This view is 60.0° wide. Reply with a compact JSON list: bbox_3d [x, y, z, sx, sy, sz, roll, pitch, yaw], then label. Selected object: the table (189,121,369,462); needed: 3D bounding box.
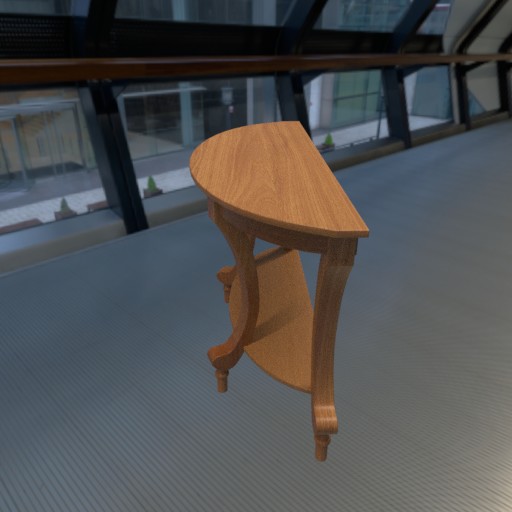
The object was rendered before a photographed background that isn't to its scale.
[{"bbox_3d":[0.000,0.000,1.508,0.394,0.692,1.198,-1,26,-1],"label":"table"}]
